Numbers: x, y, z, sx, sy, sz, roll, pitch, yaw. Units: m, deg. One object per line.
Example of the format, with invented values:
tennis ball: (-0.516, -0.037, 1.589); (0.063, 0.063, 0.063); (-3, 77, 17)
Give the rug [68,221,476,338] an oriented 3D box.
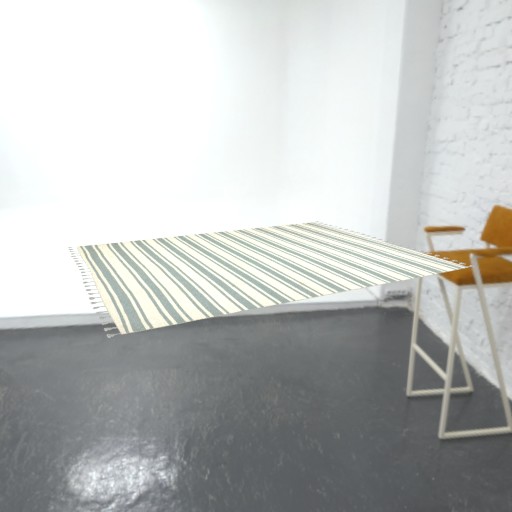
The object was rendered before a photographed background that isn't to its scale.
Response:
rug: (0.000, 0.000, 4.302); (3.201, 0.005, 2.439); (-8, 17, -26)
